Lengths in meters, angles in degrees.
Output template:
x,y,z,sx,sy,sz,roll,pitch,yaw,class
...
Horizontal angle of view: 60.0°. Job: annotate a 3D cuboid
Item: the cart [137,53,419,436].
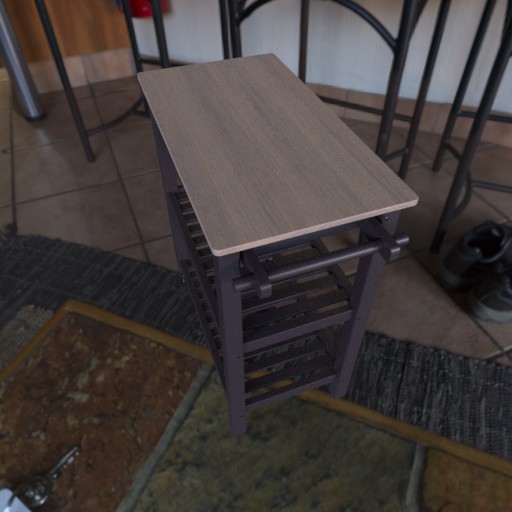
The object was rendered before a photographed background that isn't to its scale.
x,y,z,sx,sy,sz,roll,pitch,yaw,class
0.000,0.000,1.467,0.457,0.927,0.899,-15,47,-14,cart
